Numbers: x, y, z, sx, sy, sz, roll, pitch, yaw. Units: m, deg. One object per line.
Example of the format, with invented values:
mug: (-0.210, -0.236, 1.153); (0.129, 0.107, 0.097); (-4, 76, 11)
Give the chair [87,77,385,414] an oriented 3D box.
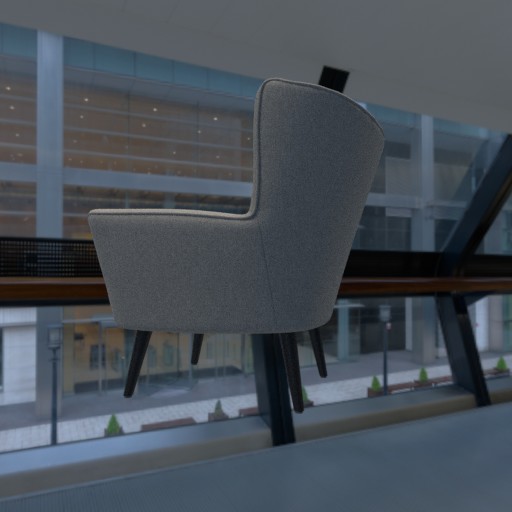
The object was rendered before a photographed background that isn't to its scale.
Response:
chair: (0.000, 0.000, 1.583); (0.888, 0.933, 0.781); (0, -1, 18)
